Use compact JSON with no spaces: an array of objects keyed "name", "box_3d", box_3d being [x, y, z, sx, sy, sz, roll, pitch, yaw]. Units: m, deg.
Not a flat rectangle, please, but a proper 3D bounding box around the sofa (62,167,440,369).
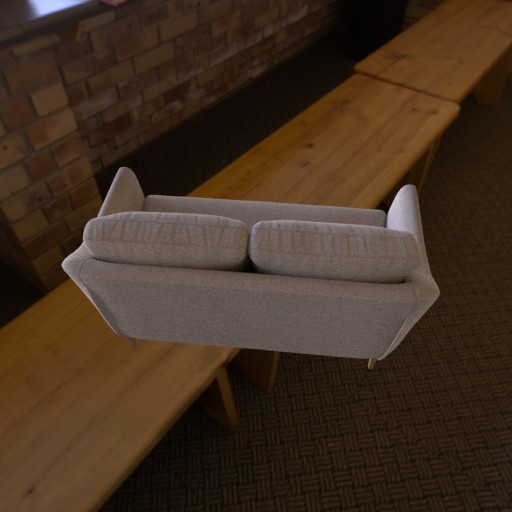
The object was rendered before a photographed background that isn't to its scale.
[{"name":"sofa","box_3d":[0.000,0.000,2.213,1.619,0.904,0.960,4,47,4]}]
